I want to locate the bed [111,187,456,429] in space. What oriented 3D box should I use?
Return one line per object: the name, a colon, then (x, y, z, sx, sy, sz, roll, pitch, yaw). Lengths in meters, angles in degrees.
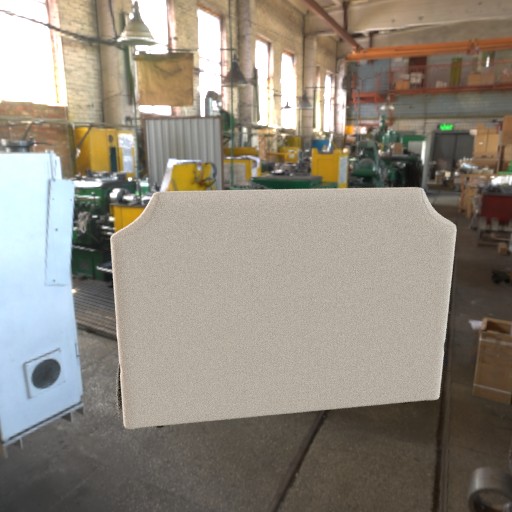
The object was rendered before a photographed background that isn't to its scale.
bed: (0.000, 0.000, 3.535, 1.977, 1.293, 2.498, -2, 14, -9)
